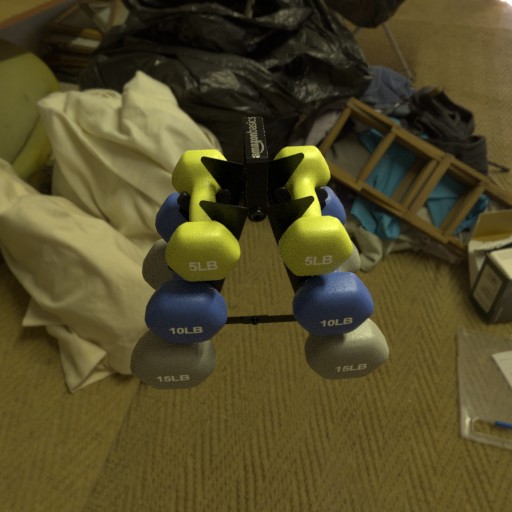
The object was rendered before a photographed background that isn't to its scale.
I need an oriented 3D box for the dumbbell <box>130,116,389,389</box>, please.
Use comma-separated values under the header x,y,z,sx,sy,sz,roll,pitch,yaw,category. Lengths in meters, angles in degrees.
x,y,z,sx,sy,sz,roll,pitch,yaw,category
0.000,0.000,0.684,0.416,0.426,0.261,-3,48,-2,dumbbell
